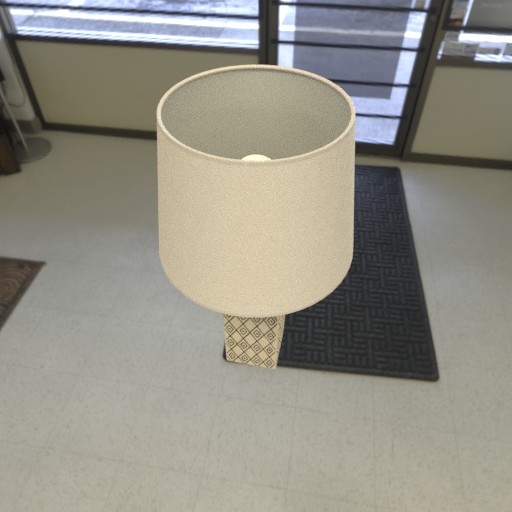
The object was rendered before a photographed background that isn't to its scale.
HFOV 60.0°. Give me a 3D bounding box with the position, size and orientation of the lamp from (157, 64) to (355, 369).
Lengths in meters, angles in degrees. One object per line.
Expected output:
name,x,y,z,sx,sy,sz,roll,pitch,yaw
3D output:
lamp,0.000,0.000,0.603,0.251,0.435,0.251,0,46,0
